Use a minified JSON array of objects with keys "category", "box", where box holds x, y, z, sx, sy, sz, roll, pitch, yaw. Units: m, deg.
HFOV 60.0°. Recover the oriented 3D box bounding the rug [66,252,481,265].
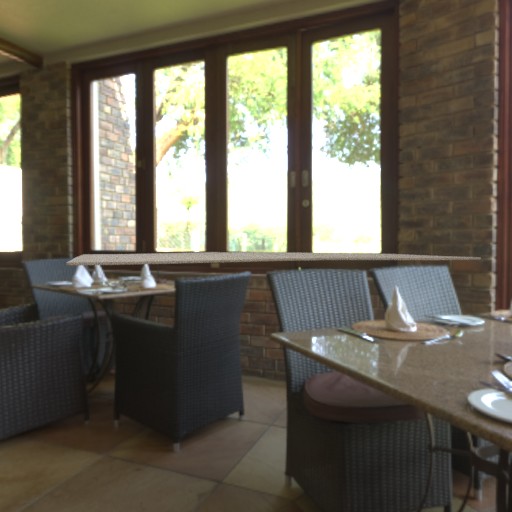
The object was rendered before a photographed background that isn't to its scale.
[{"category":"rug","box":[0.000,0.000,3.806,2.869,0.038,2.032,-1,2,-19]}]
